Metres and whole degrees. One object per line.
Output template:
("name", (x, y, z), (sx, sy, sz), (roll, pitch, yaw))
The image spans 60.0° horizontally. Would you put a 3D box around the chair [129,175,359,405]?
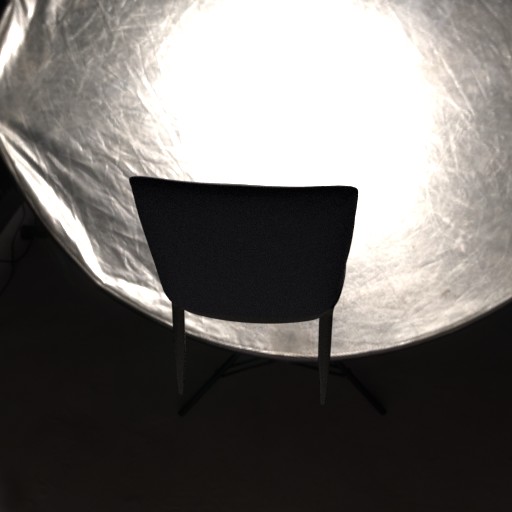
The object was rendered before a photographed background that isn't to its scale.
("chair", (0.000, 0.000, 1.170), (0.480, 0.839, 0.551), (3, 46, 3))
